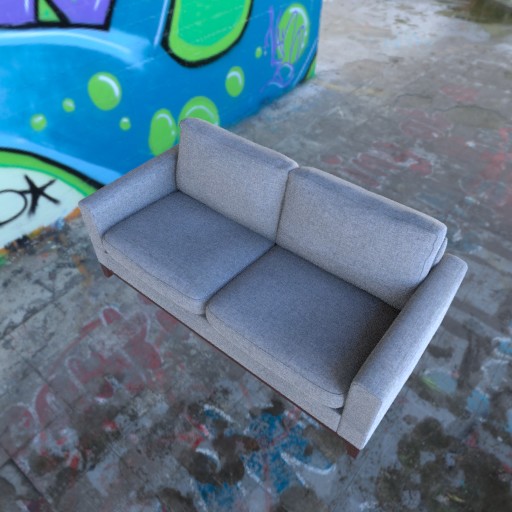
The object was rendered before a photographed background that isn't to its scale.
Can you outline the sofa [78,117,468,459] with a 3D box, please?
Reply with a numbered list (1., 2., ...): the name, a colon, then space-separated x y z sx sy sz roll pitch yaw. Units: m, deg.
1. sofa: 0.000 0.000 2.501 1.978 0.892 0.969 30 52 26
